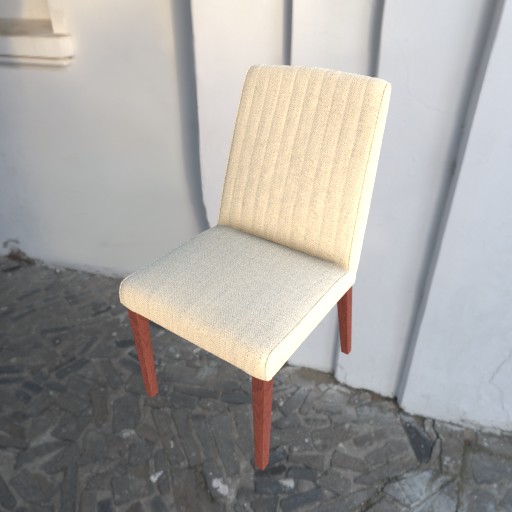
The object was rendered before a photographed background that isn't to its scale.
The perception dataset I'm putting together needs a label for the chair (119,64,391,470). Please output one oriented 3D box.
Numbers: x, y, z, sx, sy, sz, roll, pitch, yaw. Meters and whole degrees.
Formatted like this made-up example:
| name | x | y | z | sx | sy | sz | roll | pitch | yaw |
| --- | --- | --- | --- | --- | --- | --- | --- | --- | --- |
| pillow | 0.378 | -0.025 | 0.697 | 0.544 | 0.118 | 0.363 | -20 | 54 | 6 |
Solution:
| name | x | y | z | sx | sy | sz | roll | pitch | yaw |
| --- | --- | --- | --- | --- | --- | --- | --- | --- | --- |
| chair | 0.000 | 0.000 | 1.227 | 0.480 | 0.900 | 0.594 | 21 | 38 | 29 |
